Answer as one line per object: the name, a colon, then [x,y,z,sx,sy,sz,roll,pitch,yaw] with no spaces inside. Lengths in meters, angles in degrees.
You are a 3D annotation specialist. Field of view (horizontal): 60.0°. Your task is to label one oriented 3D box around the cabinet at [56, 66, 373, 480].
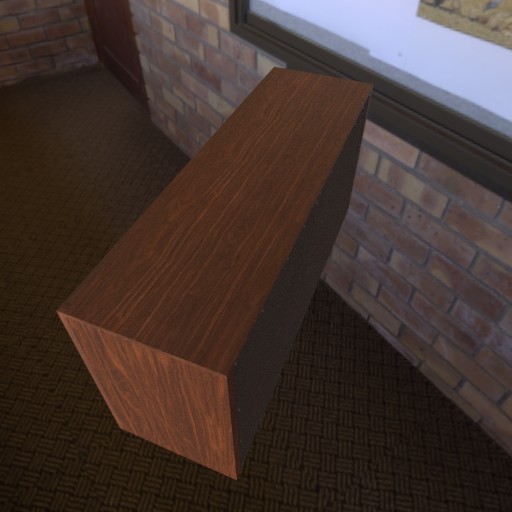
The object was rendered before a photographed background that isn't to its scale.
cabinet: [0.000,0.000,1.920,0.505,0.940,1.575,17,49,15]
